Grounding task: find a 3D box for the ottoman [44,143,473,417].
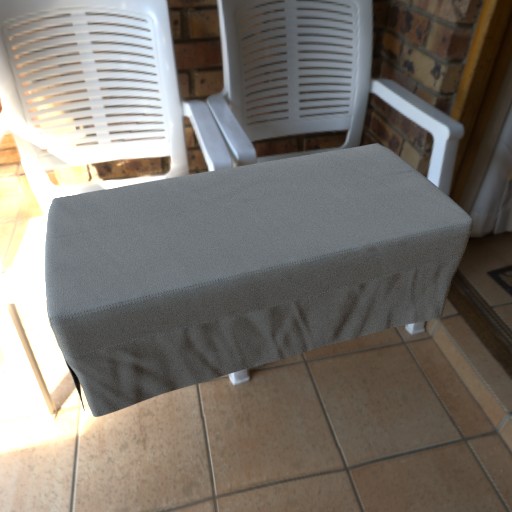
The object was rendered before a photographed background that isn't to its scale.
[{"bbox_3d":[0.000,0.000,1.649,1.388,0.457,0.665,-13,42,-14],"label":"ottoman"}]
